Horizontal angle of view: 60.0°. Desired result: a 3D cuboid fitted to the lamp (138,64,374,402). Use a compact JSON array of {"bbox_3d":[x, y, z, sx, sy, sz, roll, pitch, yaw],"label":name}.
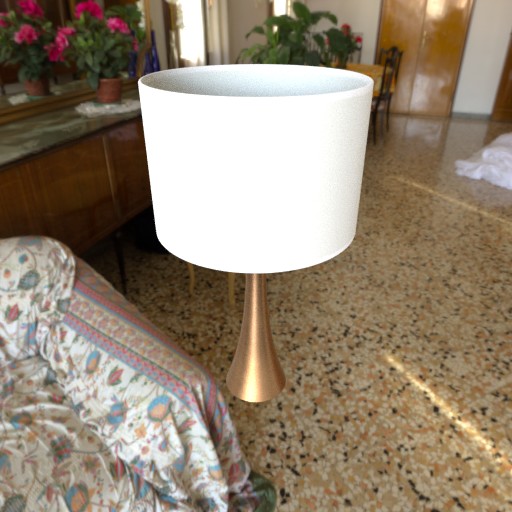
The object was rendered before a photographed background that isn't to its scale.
[{"bbox_3d":[0.000,0.000,0.634,0.268,0.479,0.268,-8,30,-14],"label":"lamp"}]
